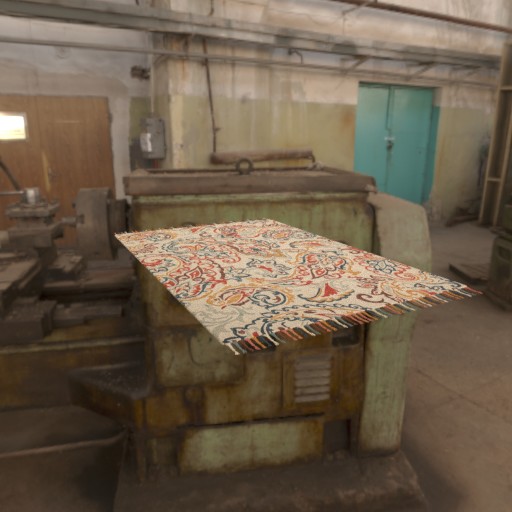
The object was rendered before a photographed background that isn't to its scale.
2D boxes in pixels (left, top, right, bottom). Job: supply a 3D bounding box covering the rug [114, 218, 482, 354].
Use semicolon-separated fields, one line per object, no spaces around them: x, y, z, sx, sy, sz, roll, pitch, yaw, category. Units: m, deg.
0.000;0.000;2.521;1.218;0.010;1.997;-8;18;-27;rug
